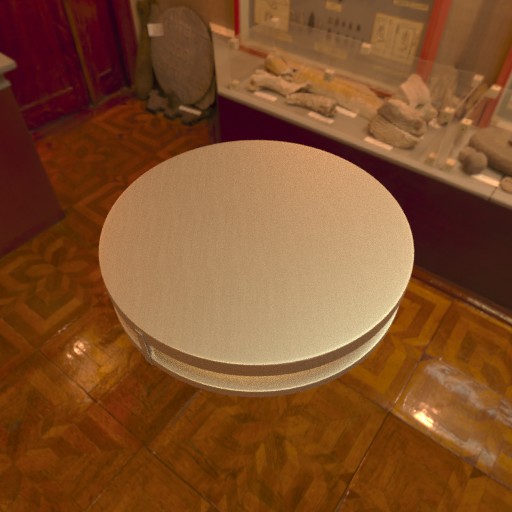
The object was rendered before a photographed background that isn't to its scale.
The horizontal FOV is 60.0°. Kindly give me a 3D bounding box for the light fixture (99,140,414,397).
[{"bbox_3d":[0.000,0.000,0.547,0.356,0.102,0.356,0,48,0],"label":"light fixture"}]
